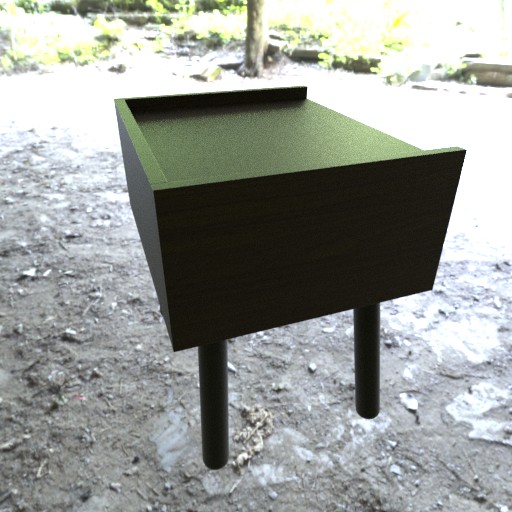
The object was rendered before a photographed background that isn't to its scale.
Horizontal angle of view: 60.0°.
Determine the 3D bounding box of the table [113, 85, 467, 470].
[{"bbox_3d":[0.000,0.000,0.773,0.370,0.470,0.450,-11,32,-17],"label":"table"}]
